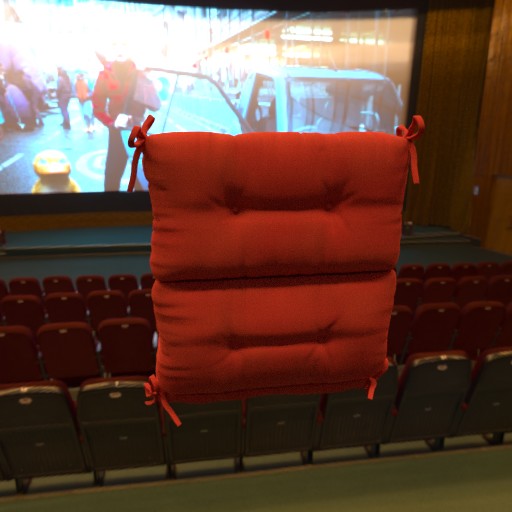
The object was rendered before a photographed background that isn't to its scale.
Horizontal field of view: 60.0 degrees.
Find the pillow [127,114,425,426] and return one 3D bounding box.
[{"bbox_3d":[0.000,0.000,1.027,0.519,0.605,0.571,-2,15,-9],"label":"pillow"}]
